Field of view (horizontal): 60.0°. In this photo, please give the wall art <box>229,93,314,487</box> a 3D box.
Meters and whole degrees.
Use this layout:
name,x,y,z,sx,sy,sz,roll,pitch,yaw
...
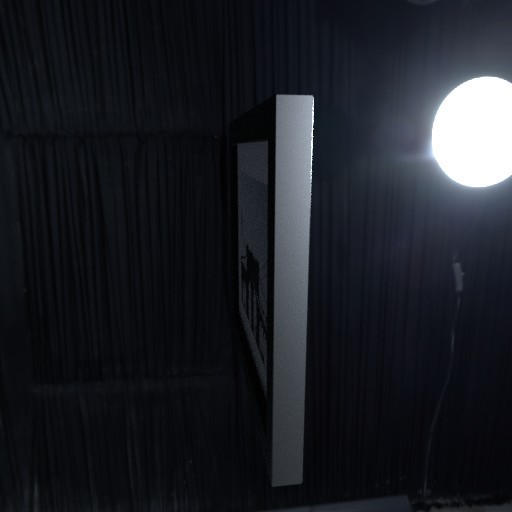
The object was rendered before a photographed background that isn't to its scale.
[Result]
name,x,y,z,sx,sy,sz,roll,pitch,yaw
wall art,0.000,0.000,0.539,0.028,0.330,0.380,-2,14,-8
